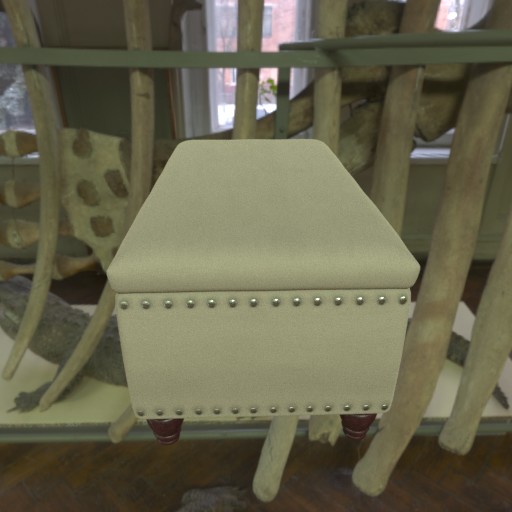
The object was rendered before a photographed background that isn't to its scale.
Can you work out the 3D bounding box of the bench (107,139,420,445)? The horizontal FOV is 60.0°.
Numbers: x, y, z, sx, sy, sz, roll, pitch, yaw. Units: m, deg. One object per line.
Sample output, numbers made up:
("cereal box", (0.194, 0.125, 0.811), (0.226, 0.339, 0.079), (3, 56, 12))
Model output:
("bench", (0.000, 0.000, 1.177), (0.500, 0.449, 0.887), (-1, 26, -2))
